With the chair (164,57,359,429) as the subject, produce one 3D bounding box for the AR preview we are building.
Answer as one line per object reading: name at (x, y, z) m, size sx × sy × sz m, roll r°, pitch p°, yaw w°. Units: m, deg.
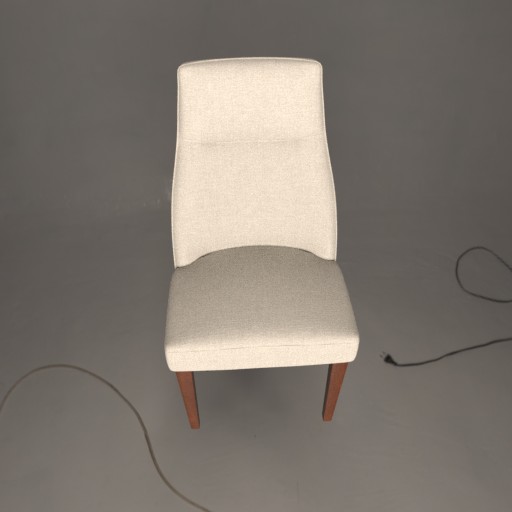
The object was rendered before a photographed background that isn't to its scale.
chair at (0.000, 0.000, 1.301) m, size 0.500 × 0.930 × 0.620 m, roll -3°, pitch 46°, yaw -2°
